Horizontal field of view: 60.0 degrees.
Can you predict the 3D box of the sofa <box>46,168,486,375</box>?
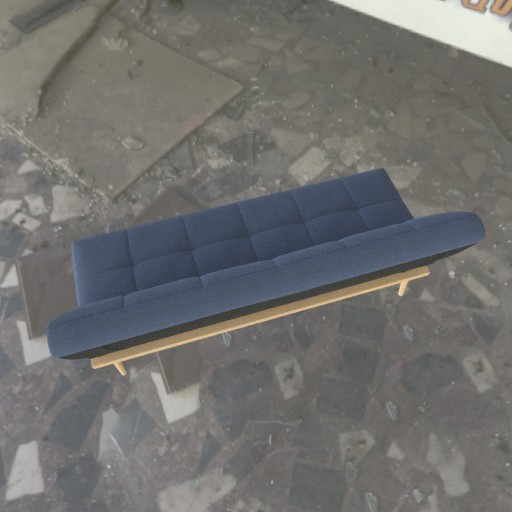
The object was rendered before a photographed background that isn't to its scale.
[{"bbox_3d":[0.000,0.000,2.203,1.800,0.800,0.796,-14,60,-9],"label":"sofa"}]
